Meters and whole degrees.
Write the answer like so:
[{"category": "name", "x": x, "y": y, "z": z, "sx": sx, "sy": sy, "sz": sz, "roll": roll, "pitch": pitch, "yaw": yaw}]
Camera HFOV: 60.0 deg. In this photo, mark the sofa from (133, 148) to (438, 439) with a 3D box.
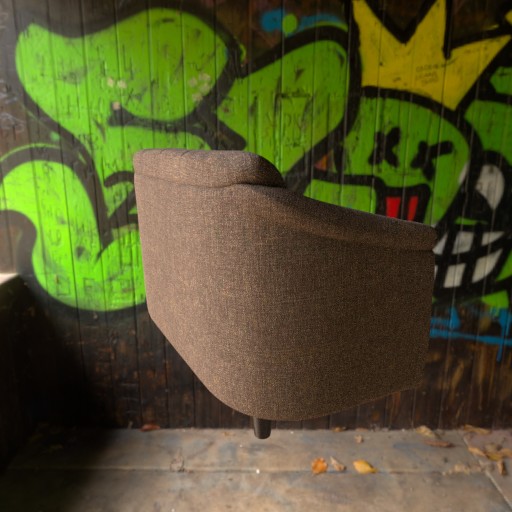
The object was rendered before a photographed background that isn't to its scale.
[{"category": "sofa", "x": 0.000, "y": 0.000, "z": 1.886, "sx": 0.799, "sy": 0.895, "sz": 1.404, "roll": -7, "pitch": 16, "yaw": -27}]
